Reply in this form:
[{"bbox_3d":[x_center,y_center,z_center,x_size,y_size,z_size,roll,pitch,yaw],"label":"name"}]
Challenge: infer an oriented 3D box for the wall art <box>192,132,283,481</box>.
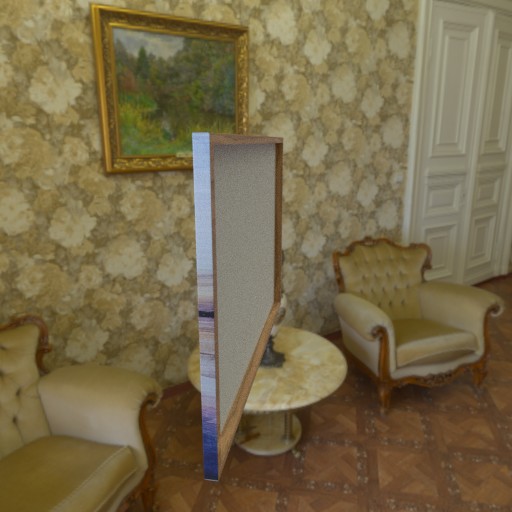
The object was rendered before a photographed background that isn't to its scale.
[{"bbox_3d":[0.000,0.000,1.446,0.034,0.756,1.137,3,15,10],"label":"wall art"}]
